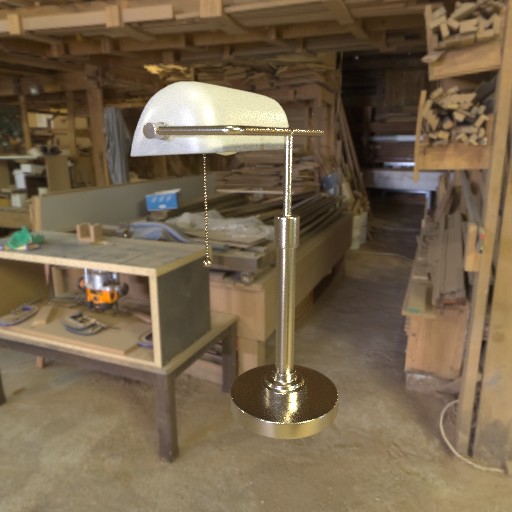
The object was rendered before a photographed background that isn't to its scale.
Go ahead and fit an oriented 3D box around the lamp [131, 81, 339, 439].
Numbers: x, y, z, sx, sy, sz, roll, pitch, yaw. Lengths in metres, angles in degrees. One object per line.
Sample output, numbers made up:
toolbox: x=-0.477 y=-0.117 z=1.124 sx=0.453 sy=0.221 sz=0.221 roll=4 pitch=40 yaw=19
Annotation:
lamp: x=0.000 y=0.000 z=0.562 sx=0.227 sy=0.404 sz=0.269 roll=7 pitch=16 yaw=25
